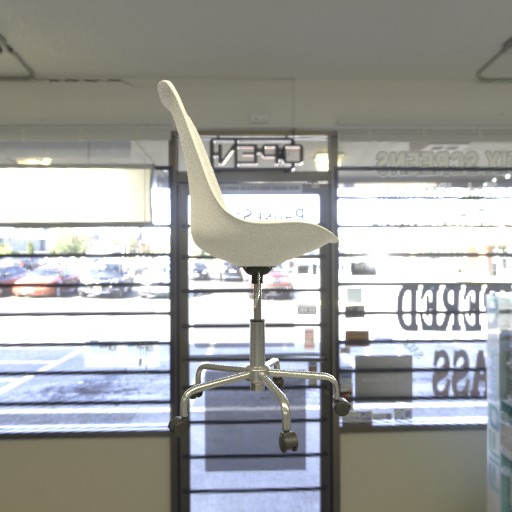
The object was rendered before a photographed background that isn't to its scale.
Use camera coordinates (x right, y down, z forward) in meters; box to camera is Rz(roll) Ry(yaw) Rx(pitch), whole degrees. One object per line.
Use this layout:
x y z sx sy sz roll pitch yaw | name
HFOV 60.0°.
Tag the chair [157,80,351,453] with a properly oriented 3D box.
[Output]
0.000 0.000 1.301 0.550 0.930 0.550 0 0 1 | chair
